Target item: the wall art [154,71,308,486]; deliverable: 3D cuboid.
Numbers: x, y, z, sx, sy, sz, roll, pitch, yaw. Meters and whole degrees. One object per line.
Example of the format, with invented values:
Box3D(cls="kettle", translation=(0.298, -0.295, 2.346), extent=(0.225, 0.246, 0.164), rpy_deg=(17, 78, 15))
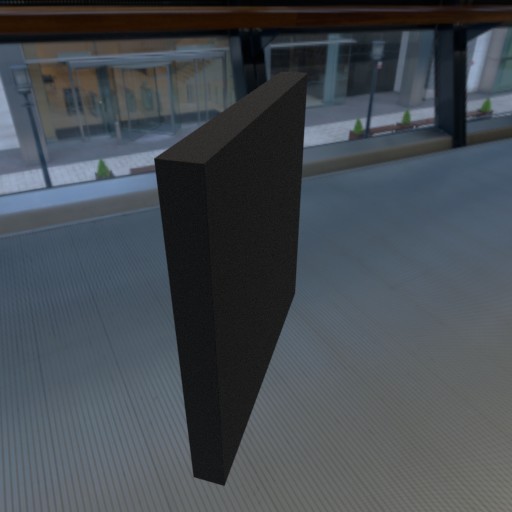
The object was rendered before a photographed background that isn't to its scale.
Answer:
Box3D(cls="wall art", translation=(0.000, 0.000, 0.453), extent=(0.030, 0.305, 0.308), rpy_deg=(9, 33, 14))
